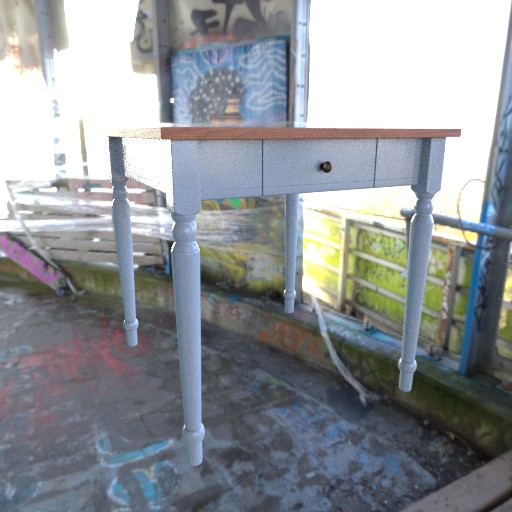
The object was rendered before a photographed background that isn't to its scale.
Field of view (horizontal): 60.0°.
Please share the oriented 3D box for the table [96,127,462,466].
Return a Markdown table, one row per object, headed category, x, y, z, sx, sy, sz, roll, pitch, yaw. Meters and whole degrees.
| category | x | y | z | sx | sy | sz | roll | pitch | yaw |
| --- | --- | --- | --- | --- | --- | --- | --- | --- | --- |
| table | 0.000 | 0.000 | 1.335 | 0.747 | 0.738 | 0.747 | -8 | 18 | -26 |
